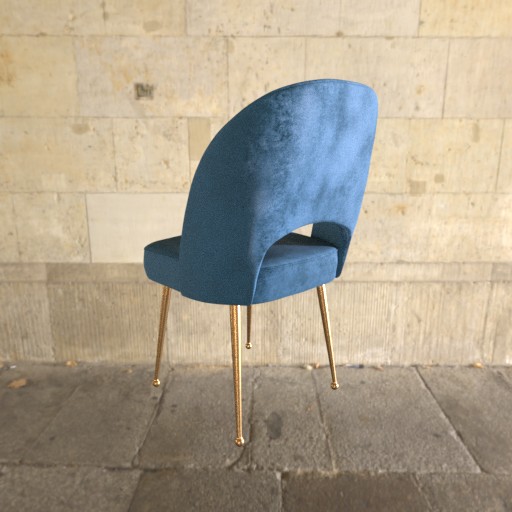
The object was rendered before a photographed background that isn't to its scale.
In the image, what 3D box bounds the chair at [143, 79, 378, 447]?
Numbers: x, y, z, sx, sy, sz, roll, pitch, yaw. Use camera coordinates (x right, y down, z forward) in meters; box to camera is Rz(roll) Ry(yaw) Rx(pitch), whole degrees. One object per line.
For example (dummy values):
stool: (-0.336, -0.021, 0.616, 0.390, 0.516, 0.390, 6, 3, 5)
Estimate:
chair: (0.000, 0.000, 1.236, 0.527, 0.860, 0.577, -13, 18, -42)
